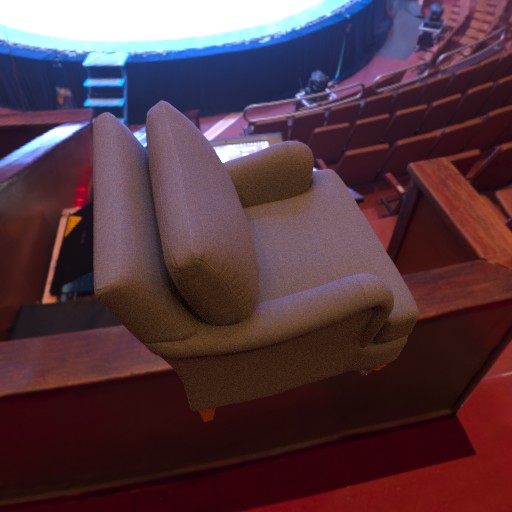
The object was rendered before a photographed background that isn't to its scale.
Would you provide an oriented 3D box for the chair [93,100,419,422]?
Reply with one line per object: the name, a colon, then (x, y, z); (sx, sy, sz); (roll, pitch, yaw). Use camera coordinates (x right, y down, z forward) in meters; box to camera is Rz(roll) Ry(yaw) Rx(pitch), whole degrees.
chair: (0.000, 0.000, 1.827); (1.070, 1.038, 0.955); (-11, 49, -9)
